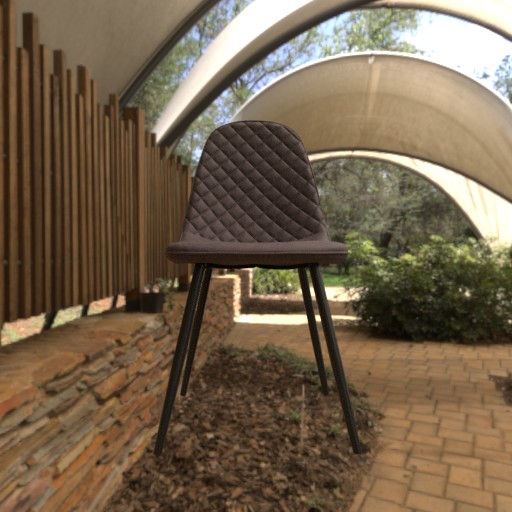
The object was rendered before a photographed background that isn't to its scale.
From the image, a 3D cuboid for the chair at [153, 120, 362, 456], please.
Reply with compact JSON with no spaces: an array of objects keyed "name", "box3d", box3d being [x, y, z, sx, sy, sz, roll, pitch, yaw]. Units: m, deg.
[{"name":"chair","box3d":[0.000,0.000,1.211,0.472,0.889,0.561,0,1,-1]}]
